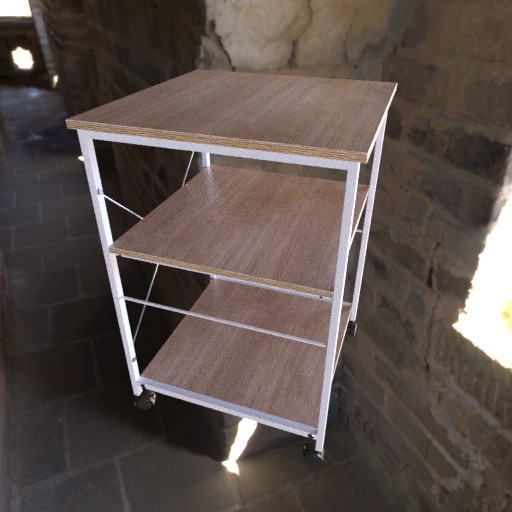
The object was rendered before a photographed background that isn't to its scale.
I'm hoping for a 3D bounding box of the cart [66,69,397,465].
[{"bbox_3d":[0.000,0.000,1.109,0.520,0.762,0.521,11,34,16],"label":"cart"}]
